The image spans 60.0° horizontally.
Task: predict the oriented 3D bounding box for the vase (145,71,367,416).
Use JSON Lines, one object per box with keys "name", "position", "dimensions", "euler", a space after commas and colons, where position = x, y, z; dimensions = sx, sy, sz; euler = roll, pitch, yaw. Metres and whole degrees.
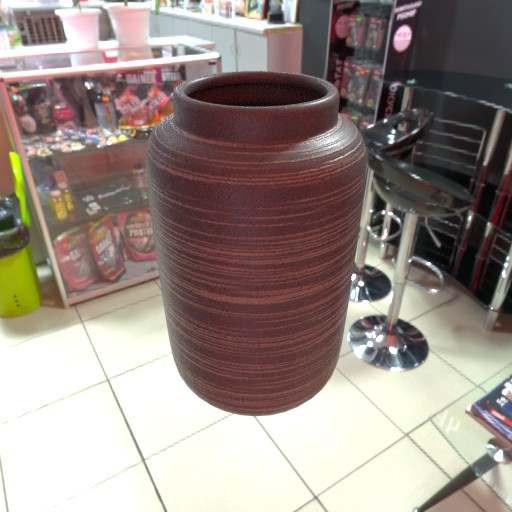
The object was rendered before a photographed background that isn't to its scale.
{"name": "vase", "position": [0.000, 0.000, 0.682], "dimensions": [0.297, 0.499, 0.297], "euler": [0, 33, 0]}
